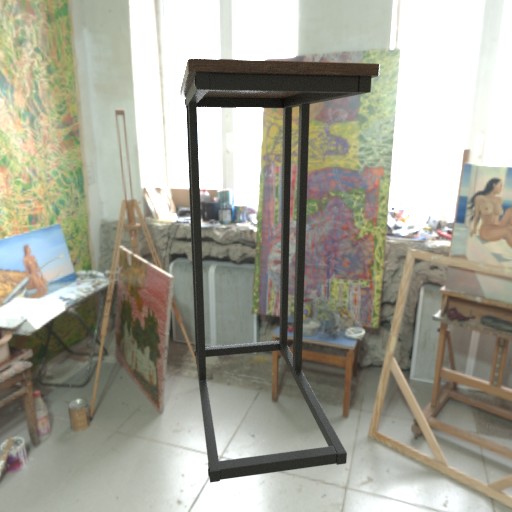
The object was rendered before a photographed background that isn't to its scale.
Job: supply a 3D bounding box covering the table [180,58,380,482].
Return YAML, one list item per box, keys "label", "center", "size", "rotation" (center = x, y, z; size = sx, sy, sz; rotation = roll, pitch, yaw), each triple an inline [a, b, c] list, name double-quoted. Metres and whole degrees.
- label: "table"
  center: [0.000, 0.000, 0.860]
  size: [0.254, 0.637, 0.450]
  rotation: [-3, 16, -10]
